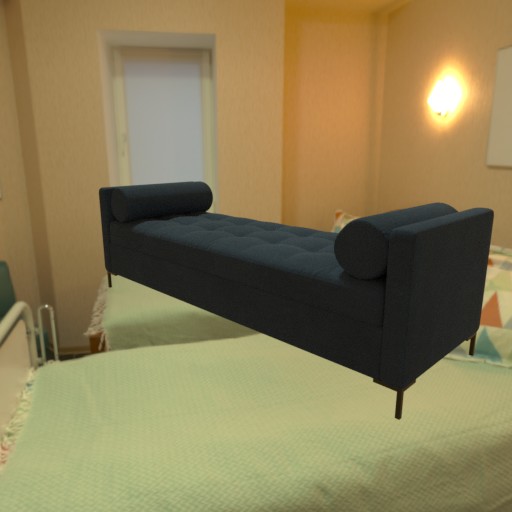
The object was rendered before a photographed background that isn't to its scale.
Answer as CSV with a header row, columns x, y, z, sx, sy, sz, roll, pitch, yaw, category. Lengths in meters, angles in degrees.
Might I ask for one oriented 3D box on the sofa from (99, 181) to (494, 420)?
x,y,z,sx,sy,sz,roll,pitch,yaw,category
0.000,0.000,2.256,0.686,0.635,1.981,-14,19,-43,sofa
